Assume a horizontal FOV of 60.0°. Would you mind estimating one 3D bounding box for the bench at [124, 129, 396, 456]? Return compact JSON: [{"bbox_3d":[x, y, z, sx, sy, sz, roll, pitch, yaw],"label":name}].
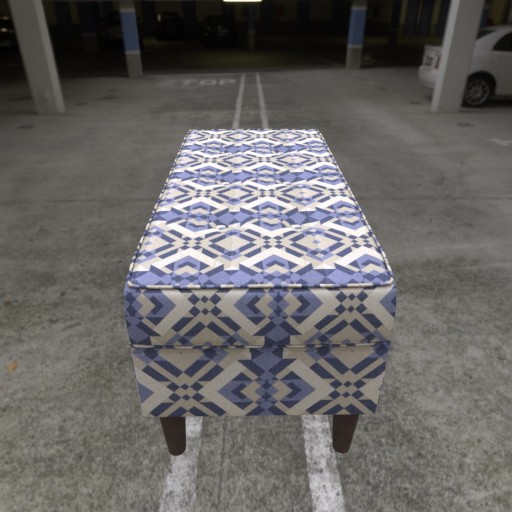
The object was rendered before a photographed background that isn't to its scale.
[{"bbox_3d":[0.000,0.000,1.286,0.492,0.477,1.016,0,31,-1],"label":"bench"}]
